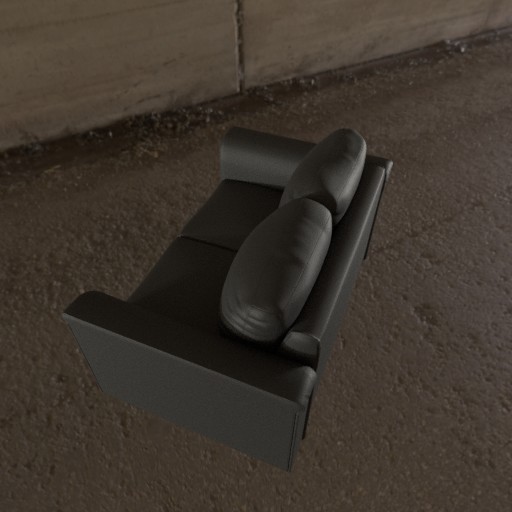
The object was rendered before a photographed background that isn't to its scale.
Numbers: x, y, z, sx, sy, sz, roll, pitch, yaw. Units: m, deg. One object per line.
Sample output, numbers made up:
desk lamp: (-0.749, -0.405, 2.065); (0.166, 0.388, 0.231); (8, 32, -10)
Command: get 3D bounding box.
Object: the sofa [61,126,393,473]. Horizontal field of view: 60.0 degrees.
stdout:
sofa: (0.000, 0.000, 1.980); (0.887, 0.845, 1.386); (17, 48, 16)
